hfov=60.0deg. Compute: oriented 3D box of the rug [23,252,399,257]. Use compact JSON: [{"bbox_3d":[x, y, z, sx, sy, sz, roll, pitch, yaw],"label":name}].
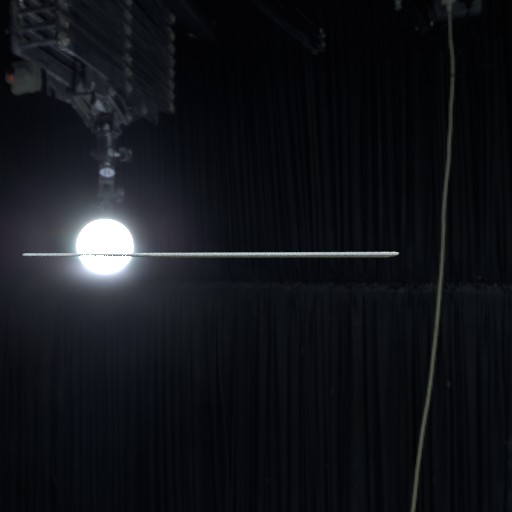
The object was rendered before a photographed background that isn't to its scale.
[{"bbox_3d":[0.000,0.000,3.913,2.288,0.018,2.895,0,0,15],"label":"rug"}]
